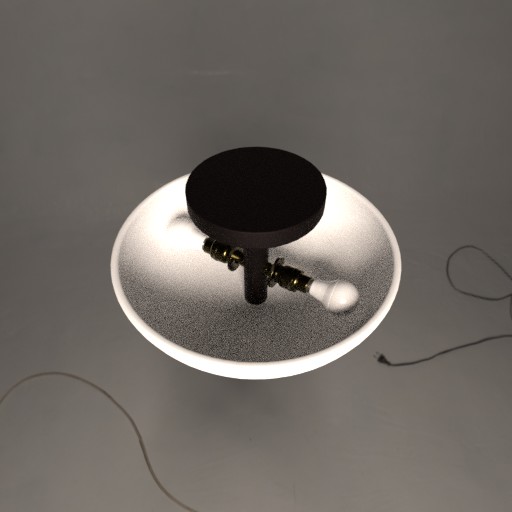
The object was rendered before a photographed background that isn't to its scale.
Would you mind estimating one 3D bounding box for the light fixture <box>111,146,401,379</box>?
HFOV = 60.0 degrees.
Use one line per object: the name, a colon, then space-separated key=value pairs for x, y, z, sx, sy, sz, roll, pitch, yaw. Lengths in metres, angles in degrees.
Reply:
light fixture: x=0.000 y=0.000 z=0.532 sx=0.331 sy=0.212 sz=0.331 roll=0 pitch=46 yaw=0
